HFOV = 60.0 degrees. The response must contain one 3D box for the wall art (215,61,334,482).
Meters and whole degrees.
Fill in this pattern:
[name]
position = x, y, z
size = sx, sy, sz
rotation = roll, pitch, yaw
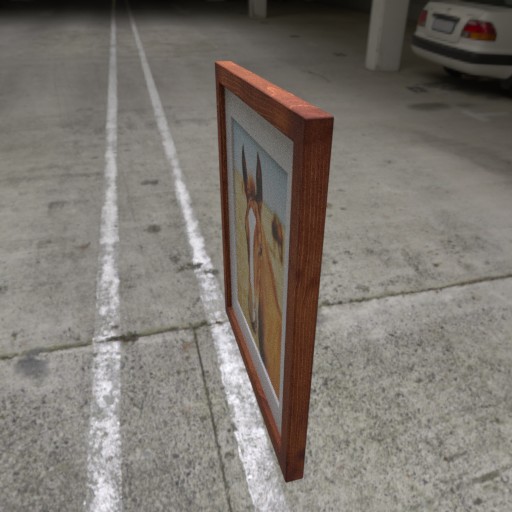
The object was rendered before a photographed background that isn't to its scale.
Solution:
[wall art]
position = 0.000, 0.000, 0.749
size = 0.030, 0.558, 0.462
rotation = -8, 31, -13
